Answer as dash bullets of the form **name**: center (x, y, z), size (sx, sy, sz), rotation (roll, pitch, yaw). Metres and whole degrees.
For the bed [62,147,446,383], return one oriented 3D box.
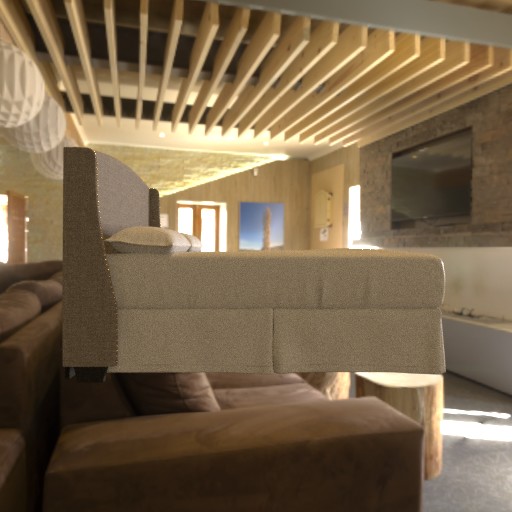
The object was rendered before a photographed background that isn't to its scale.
- **bed**: center (0.000, 0.000, 3.339), size (2.237, 1.407, 1.710), rotation (0, 1, 0)
